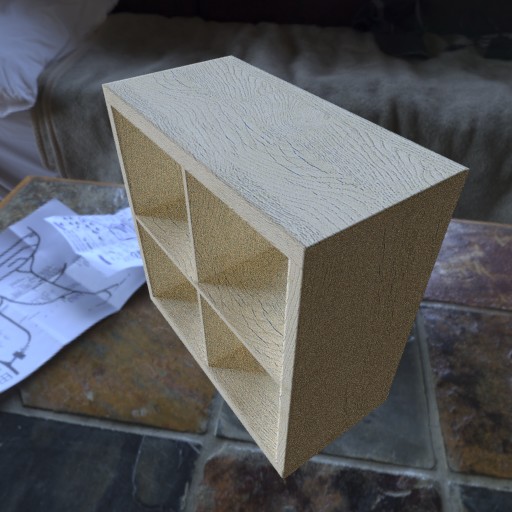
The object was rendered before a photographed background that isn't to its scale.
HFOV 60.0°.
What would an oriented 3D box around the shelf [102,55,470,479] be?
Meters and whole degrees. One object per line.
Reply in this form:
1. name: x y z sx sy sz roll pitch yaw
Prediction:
1. shelf: 0.000 0.000 1.221 0.390 0.786 0.790 -25 47 -26
